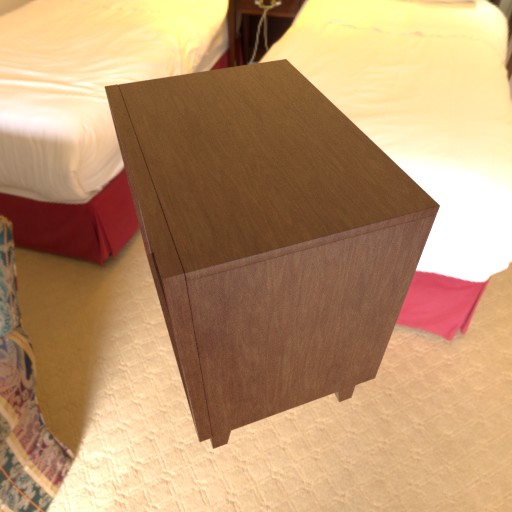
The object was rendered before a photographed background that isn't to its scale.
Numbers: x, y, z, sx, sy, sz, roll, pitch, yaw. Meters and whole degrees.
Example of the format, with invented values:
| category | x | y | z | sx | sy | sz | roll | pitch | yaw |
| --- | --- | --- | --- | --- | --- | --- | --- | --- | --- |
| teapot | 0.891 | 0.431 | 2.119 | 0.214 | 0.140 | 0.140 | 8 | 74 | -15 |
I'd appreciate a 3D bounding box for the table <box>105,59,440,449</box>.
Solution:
| category | x | y | z | sx | sy | sz | roll | pitch | yaw |
| --- | --- | --- | --- | --- | --- | --- | --- | --- | --- |
| table | 0.000 | 0.000 | 0.987 | 0.449 | 0.609 | 0.557 | -15 | 47 | -14 |
